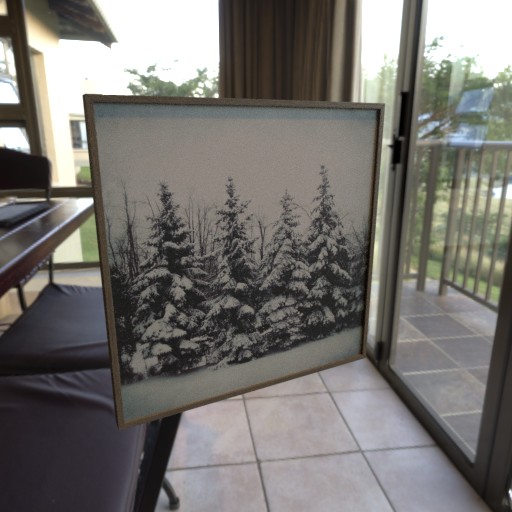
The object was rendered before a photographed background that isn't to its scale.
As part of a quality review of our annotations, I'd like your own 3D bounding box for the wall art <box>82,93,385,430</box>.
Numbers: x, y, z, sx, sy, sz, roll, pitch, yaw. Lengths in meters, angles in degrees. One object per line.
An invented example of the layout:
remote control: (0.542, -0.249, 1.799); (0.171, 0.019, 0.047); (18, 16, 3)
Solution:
wall art: (0.000, 0.000, 1.138); (0.758, 0.758, 0.039); (-8, 18, -26)
